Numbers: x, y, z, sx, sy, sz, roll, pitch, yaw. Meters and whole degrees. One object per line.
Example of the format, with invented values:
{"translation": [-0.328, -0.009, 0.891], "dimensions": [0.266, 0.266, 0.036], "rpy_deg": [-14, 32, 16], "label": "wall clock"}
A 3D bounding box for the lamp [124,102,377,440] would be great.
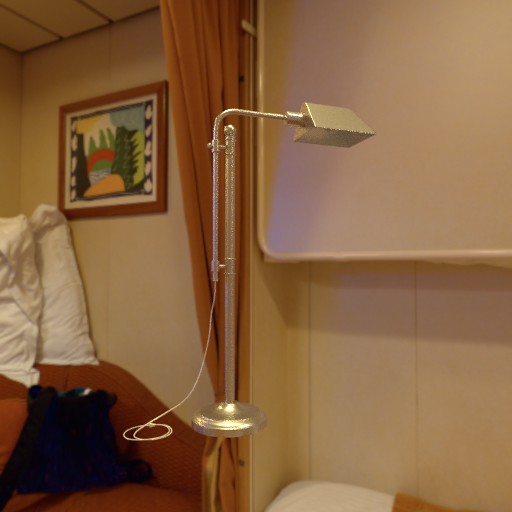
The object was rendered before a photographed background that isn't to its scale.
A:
{"translation": [0.000, 0.000, 0.966], "dimensions": [0.546, 0.708, 0.159], "rpy_deg": [1, -2, -19], "label": "lamp"}
